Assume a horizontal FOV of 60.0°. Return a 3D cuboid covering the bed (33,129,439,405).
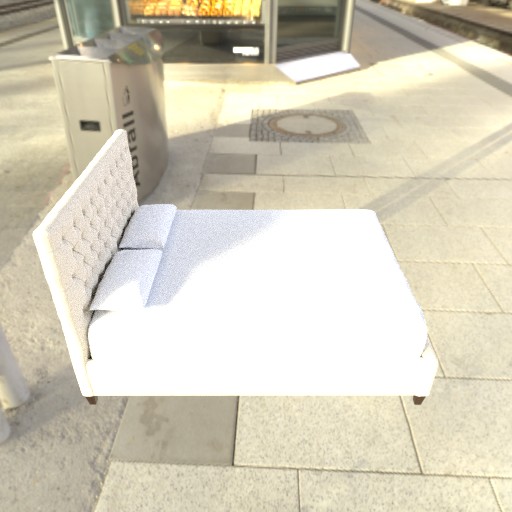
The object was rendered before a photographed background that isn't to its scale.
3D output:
[{"bbox_3d":[0.000,0.000,3.392,2.387,1.427,1.698,0,34,0],"label":"bed"}]
